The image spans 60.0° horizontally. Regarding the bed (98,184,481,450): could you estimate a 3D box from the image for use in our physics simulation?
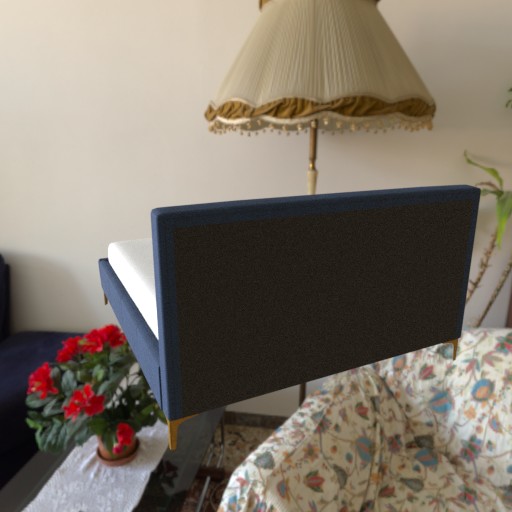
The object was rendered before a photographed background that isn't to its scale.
[{"bbox_3d":[0.000,0.000,3.462,2.096,1.231,2.232,-8,18,-25],"label":"bed"}]
